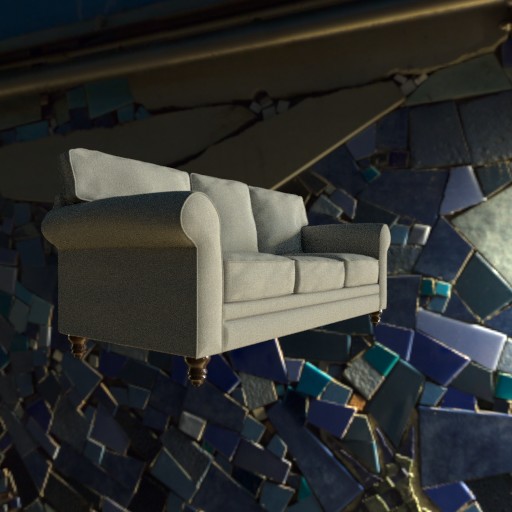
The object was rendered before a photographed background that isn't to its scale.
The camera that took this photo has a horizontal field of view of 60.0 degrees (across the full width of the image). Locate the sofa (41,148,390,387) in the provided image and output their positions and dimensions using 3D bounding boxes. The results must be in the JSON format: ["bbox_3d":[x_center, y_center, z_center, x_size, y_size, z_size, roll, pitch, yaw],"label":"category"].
[{"bbox_3d":[0.000,0.000,2.565,0.916,0.961,2.084,0,0,36],"label":"sofa"}]
